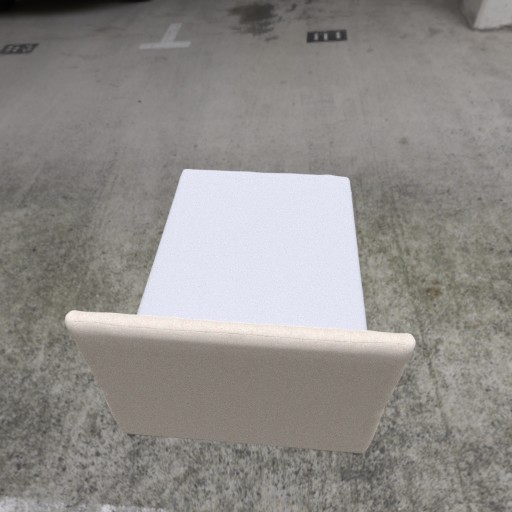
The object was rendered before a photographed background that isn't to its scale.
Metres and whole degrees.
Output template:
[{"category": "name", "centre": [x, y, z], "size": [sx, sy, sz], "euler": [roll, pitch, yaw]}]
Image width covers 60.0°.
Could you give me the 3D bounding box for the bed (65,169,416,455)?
[{"category": "bed", "centre": [0.000, 0.000, 3.390], "size": [1.698, 1.427, 2.387], "euler": [3, 47, 3]}]
